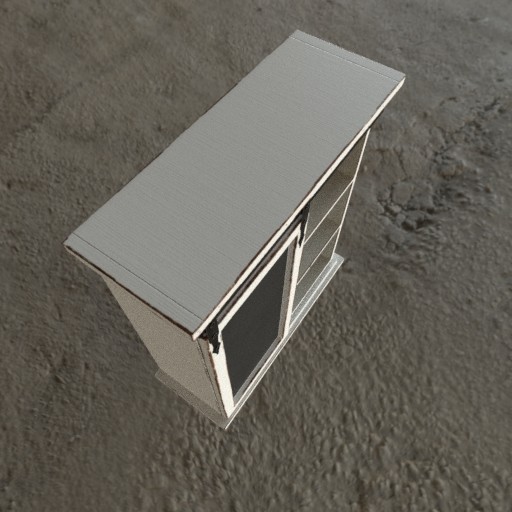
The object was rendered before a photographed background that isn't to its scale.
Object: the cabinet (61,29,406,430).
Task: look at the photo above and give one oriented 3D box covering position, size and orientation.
[{"bbox_3d":[0.000,0.000,0.889,0.210,0.603,0.541,31,64,17],"label":"cabinet"}]
